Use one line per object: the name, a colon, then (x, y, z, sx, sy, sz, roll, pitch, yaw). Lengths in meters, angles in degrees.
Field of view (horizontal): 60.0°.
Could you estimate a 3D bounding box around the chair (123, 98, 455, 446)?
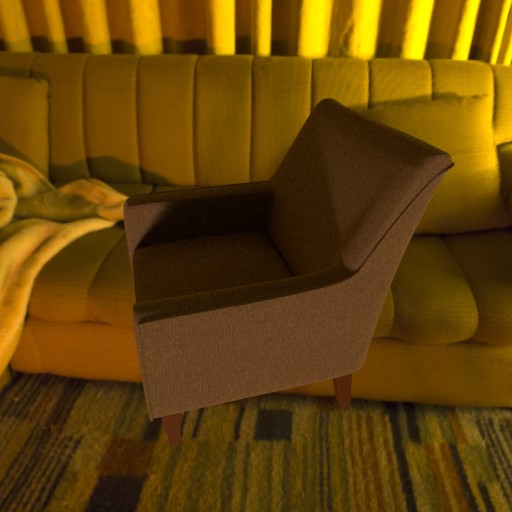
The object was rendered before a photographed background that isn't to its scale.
chair: (0.000, 0.000, 1.597, 0.899, 0.919, 0.780, -8, 32, -14)
